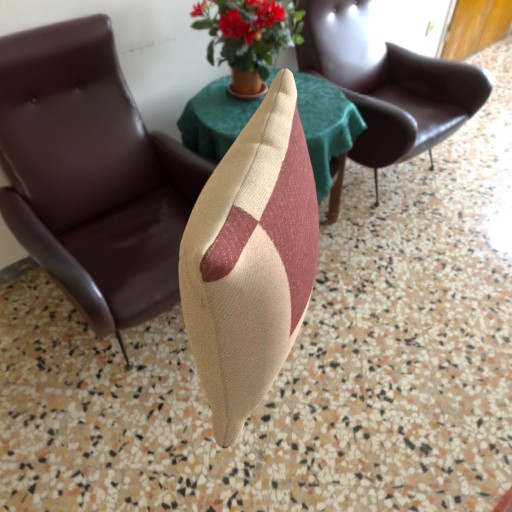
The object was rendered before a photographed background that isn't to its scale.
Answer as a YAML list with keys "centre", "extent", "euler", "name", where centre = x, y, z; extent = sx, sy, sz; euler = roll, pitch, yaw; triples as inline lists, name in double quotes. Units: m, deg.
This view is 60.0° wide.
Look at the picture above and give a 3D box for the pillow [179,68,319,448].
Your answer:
- centre: [0.000, 0.000, 0.830]
  extent: [0.229, 0.506, 0.536]
  euler: [10, 46, 9]
  name: "pillow"
